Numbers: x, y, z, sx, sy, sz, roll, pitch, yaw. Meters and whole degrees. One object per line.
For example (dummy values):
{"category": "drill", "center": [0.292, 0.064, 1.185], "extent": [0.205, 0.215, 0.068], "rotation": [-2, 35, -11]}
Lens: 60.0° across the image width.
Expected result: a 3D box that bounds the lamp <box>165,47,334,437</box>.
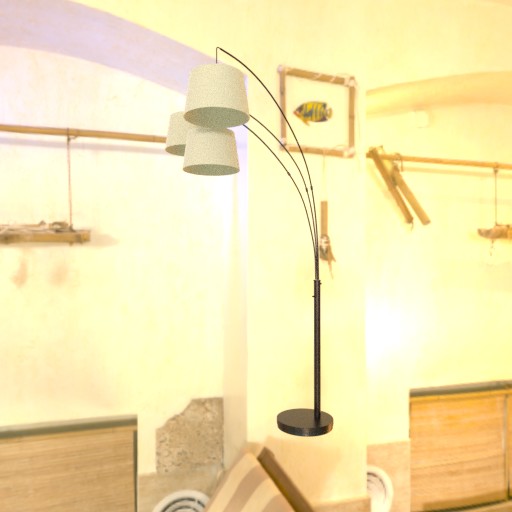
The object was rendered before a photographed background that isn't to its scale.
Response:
{"category": "lamp", "center": [0.000, 0.000, 2.455], "extent": [0.924, 1.950, 0.951], "rotation": [0, -1, -18]}
